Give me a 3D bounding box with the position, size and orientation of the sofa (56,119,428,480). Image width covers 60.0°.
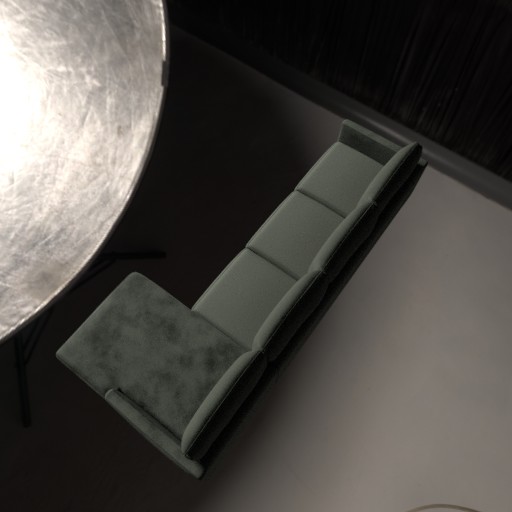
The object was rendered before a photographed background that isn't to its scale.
[{"bbox_3d":[0.000,0.000,3.179,1.255,0.756,2.725,34,68,16],"label":"sofa"}]
